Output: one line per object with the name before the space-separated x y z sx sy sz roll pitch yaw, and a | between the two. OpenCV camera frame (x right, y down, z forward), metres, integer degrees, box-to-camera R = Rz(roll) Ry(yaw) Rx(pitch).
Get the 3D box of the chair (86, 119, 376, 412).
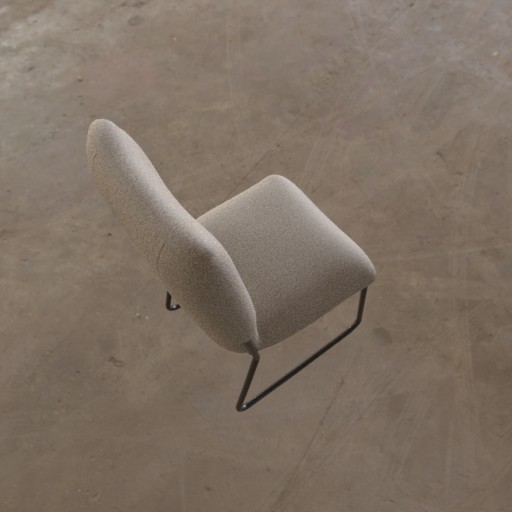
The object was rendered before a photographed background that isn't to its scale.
chair | 0.000 0.000 1.151 0.560 0.864 0.448 -32 63 -19
